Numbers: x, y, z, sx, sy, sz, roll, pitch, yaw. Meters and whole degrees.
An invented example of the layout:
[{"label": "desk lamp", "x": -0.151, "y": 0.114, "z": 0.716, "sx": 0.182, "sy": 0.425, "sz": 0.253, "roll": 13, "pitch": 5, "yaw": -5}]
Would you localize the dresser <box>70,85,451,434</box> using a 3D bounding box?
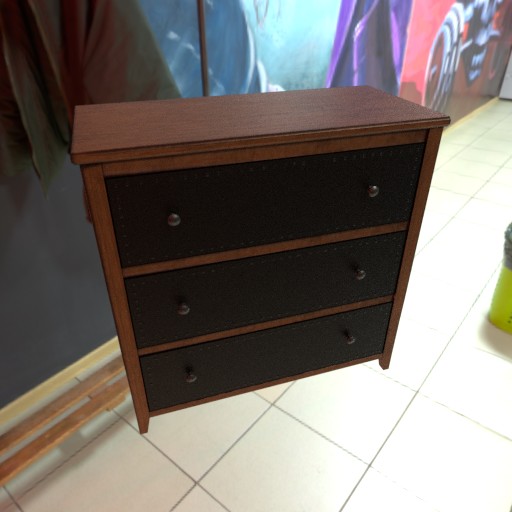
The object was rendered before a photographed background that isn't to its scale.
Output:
[{"label": "dresser", "x": 0.000, "y": 0.000, "z": 1.917, "sx": 1.250, "sy": 1.224, "sz": 0.591, "roll": -10, "pitch": 33, "yaw": -15}]
